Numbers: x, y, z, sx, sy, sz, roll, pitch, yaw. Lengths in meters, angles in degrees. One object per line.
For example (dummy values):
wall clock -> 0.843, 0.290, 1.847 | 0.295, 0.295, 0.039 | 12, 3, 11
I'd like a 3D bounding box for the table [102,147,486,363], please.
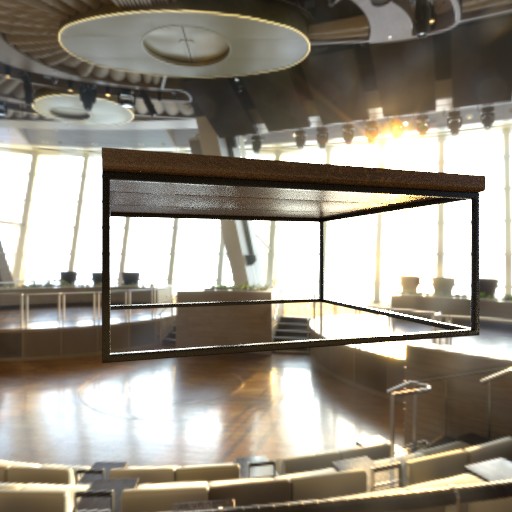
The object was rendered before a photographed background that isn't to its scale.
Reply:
table -> 0.000, 0.000, 1.380 | 0.900, 0.400, 0.900 | 0, 0, -19
